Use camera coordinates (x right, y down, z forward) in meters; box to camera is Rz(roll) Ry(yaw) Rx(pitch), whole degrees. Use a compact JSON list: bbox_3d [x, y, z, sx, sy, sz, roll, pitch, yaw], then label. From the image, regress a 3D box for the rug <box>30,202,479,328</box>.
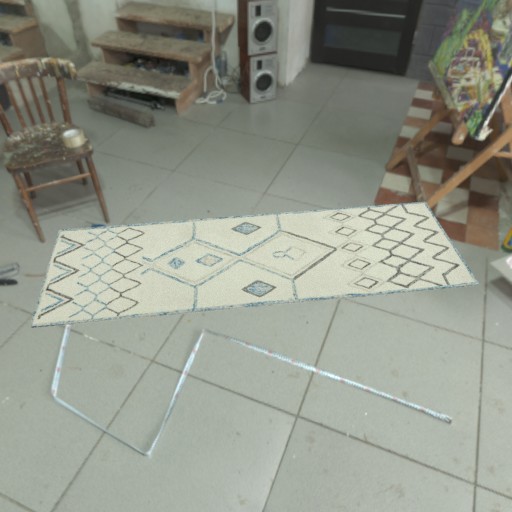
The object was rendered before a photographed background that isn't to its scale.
[{"bbox_3d":[0.000,0.000,2.658,2.434,0.013,0.770,-5,44,-5],"label":"rug"}]
